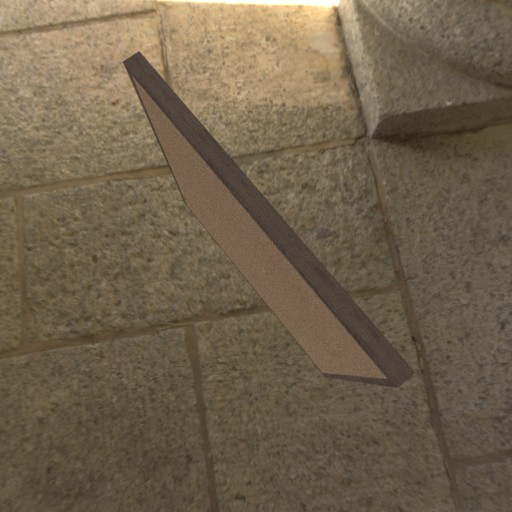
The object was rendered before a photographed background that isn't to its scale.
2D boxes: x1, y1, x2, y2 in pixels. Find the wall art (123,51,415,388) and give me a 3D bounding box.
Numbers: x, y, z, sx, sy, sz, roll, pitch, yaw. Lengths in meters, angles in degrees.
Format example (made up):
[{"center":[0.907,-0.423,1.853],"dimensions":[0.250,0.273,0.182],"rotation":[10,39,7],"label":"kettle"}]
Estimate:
[{"center":[0.000,0.000,1.142],"dimensions":[0.038,0.762,0.762],"rotation":[-38,79,-9],"label":"wall art"}]
